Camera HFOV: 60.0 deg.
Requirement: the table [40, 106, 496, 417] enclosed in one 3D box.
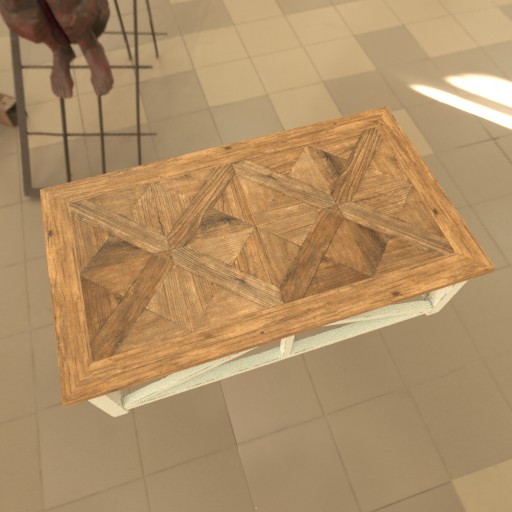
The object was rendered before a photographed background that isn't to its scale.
[{"bbox_3d":[0.000,0.000,1.715,1.400,0.410,0.800,-16,62,-9],"label":"table"}]
